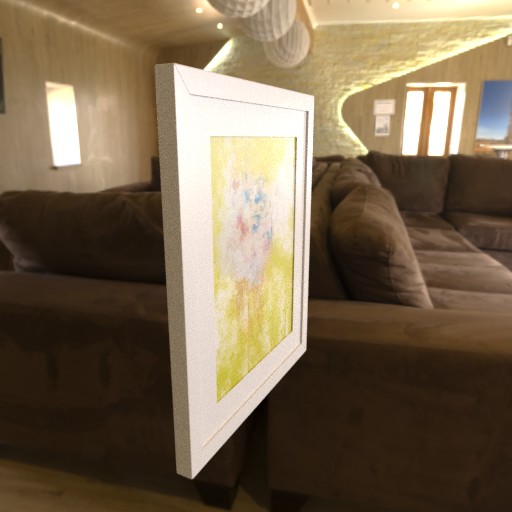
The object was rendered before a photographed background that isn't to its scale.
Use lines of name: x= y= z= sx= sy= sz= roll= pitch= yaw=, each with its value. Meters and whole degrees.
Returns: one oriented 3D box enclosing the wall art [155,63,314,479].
wall art: x=0.000 y=0.000 z=0.766 sx=0.028 sy=0.556 sz=0.454 roll=8 pitch=17 yaw=26
